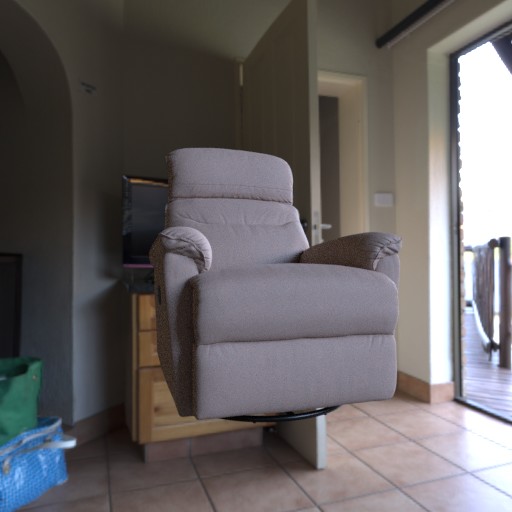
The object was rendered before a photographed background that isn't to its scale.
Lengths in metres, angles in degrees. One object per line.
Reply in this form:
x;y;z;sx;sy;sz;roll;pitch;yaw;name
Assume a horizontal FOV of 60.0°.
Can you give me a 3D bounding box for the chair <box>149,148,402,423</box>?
0.000;0.000;1.744;0.820;1.037;1.004;0;-1;-18;chair
